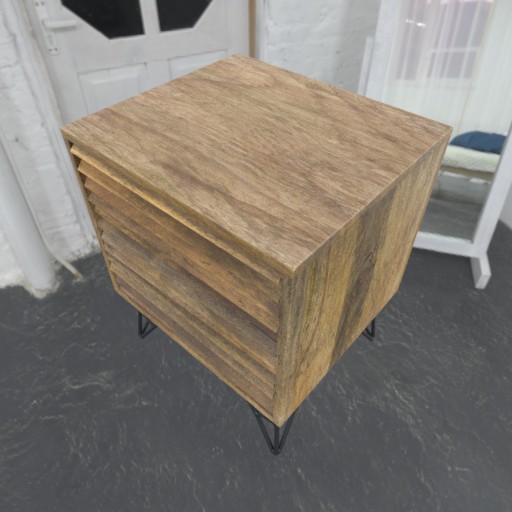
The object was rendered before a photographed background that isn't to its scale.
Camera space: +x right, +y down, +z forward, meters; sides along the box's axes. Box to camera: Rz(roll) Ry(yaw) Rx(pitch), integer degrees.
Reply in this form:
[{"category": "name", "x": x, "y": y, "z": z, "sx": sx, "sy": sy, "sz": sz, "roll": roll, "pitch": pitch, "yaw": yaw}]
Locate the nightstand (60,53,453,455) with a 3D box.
[{"category": "nightstand", "x": 0.000, "y": 0.000, "z": 0.878, "sx": 0.457, "sy": 0.559, "sz": 0.406, "roll": 32, "pitch": 53, "yaw": 28}]
